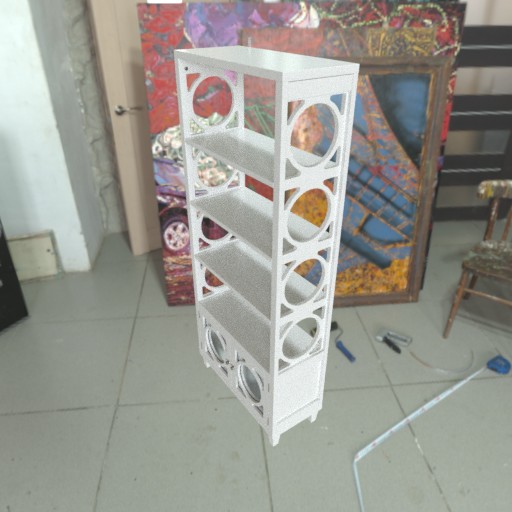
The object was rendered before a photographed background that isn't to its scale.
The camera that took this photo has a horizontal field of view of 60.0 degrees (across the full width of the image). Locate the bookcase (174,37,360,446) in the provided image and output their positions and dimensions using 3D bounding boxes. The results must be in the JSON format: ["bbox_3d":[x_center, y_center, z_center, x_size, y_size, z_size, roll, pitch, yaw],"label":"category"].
[{"bbox_3d":[0.000,0.000,2.161,0.361,1.869,0.761,-20,36,-30],"label":"bookcase"}]
